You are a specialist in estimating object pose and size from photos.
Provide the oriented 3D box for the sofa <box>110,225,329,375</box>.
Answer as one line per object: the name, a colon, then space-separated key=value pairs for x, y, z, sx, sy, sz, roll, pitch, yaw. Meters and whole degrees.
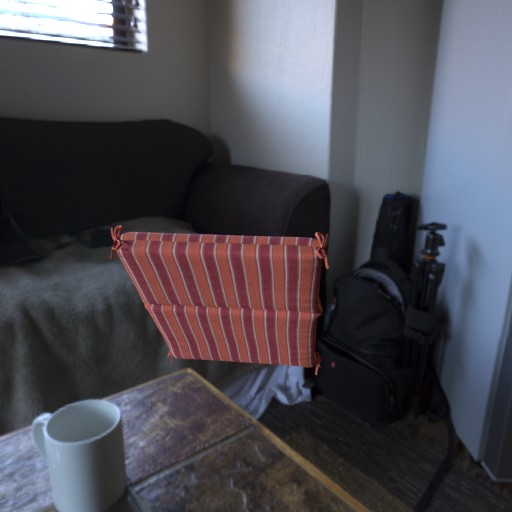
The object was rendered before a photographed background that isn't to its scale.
sofa: x=0.000 y=0.000 z=1.925 sx=0.582 sy=0.622 sz=1.663 roll=2 pitch=18 yaw=7
